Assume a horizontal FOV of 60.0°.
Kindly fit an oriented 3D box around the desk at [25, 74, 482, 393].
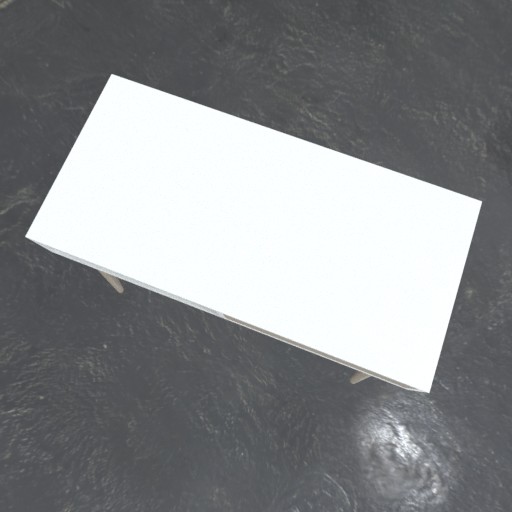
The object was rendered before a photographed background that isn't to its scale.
[{"bbox_3d":[0.000,0.000,1.400,0.979,0.723,0.491,20,77,5],"label":"desk"}]
